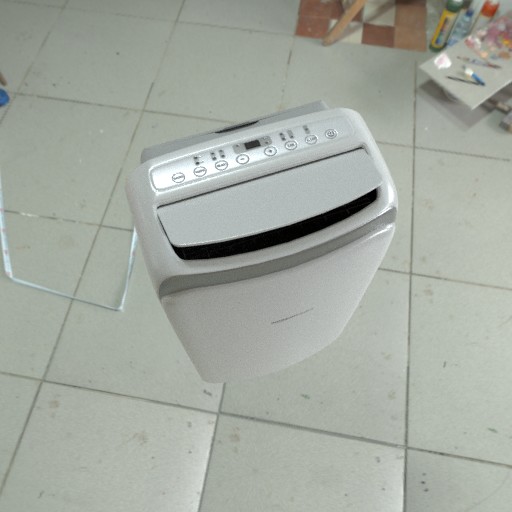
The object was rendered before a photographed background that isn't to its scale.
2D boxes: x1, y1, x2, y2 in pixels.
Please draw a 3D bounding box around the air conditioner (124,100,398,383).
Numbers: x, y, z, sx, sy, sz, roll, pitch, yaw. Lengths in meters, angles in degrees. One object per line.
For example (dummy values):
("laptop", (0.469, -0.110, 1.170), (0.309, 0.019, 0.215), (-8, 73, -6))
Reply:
("air conditioner", (0.000, 0.000, 1.055), (0.449, 0.786, 0.414), (-18, 66, -8))
